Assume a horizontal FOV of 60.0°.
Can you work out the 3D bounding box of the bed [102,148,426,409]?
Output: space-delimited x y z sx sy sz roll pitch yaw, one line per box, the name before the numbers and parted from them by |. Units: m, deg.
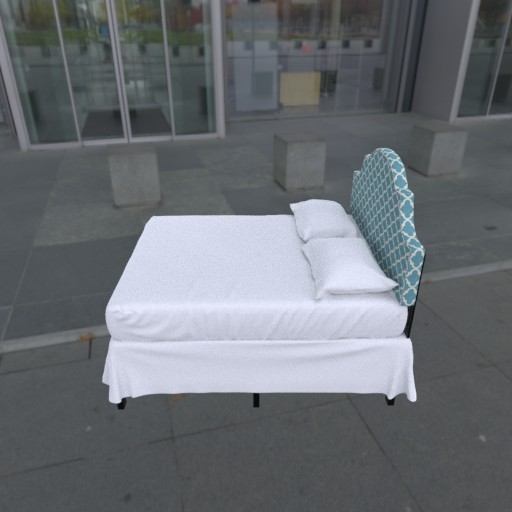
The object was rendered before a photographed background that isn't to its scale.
bed | 0.000 0.000 3.473 2.222 1.633 1.780 -1 28 -1
